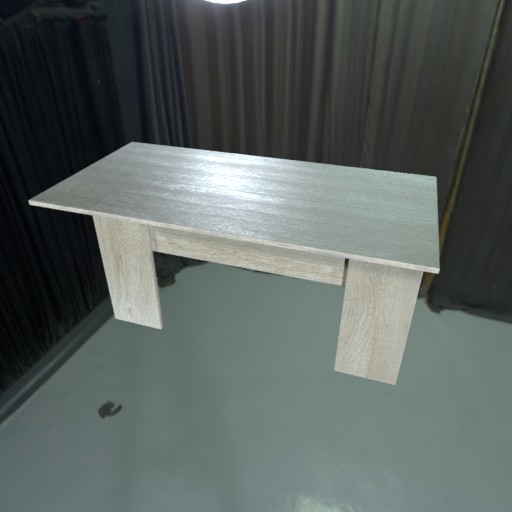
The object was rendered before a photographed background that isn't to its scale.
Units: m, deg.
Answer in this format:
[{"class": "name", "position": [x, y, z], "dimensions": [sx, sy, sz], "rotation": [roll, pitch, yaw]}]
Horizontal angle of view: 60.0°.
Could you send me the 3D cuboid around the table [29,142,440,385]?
[{"class": "table", "position": [0.000, 0.000, 1.445], "dimensions": [1.000, 0.570, 0.711], "rotation": [10, 34, 15]}]
